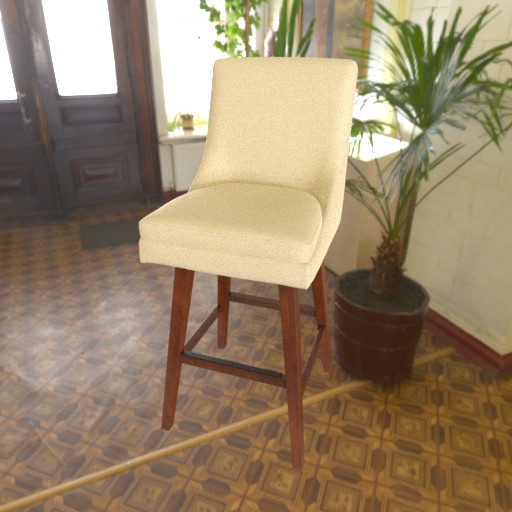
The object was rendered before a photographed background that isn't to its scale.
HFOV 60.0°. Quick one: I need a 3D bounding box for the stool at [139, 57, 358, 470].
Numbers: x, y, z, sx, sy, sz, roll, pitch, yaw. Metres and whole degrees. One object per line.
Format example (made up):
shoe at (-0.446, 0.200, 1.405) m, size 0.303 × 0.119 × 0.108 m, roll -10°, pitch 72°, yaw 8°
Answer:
stool at (0.000, 0.000, 1.354) m, size 0.470 × 1.097 × 0.559 m, roll 9°, pitch 27°, yaw 18°
